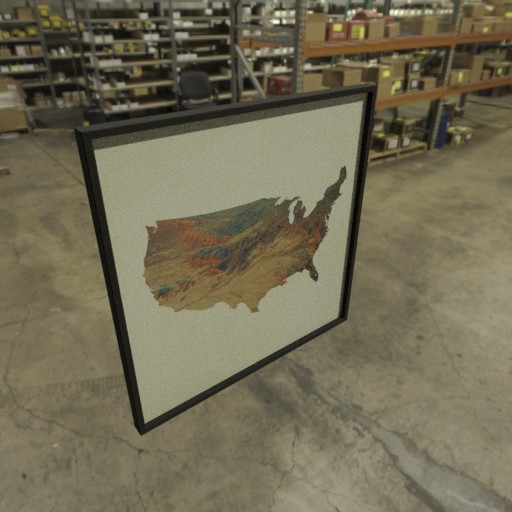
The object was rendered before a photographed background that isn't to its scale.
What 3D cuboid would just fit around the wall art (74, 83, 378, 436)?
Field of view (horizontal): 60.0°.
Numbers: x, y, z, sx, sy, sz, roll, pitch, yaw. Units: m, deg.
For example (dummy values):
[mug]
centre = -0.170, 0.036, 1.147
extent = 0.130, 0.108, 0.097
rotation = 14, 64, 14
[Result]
[wall art]
centre = 0.000, 0.000, 1.139
extent = 0.762, 0.762, 0.038
rotation = -21, 36, -32
